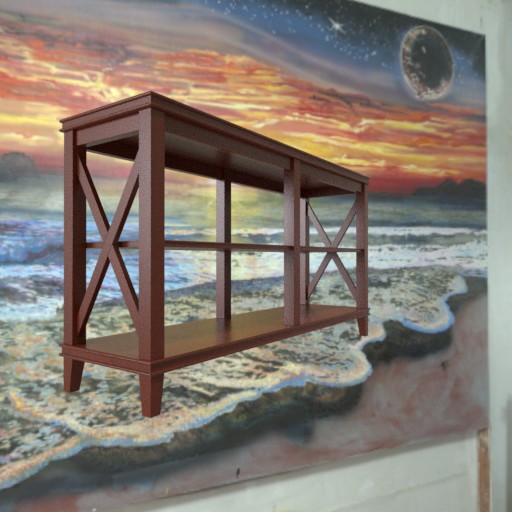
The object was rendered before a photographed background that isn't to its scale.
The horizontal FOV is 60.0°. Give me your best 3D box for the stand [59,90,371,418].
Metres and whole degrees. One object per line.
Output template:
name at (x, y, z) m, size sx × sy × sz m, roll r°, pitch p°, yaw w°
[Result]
stand at (0.000, 0.000, 1.691) m, size 0.381 × 0.762 × 1.372 m, roll 0°, pitch 0°, yaw 36°
